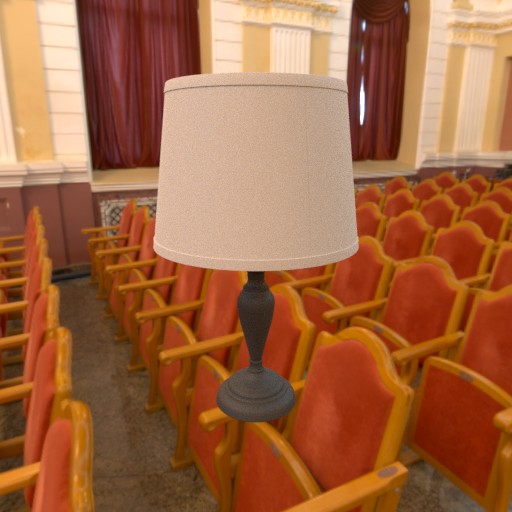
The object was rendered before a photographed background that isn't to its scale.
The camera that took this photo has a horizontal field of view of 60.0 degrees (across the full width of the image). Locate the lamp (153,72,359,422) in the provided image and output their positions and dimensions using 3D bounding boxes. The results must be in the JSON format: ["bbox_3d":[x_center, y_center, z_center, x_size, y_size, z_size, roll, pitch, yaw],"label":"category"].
[{"bbox_3d":[0.000,0.000,0.691,0.310,0.501,0.310,0,15,0],"label":"lamp"}]
